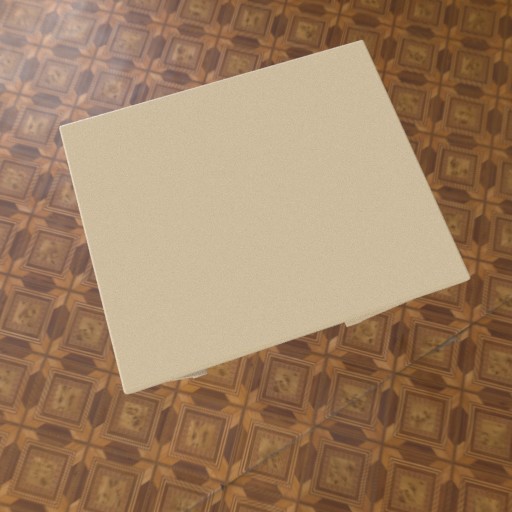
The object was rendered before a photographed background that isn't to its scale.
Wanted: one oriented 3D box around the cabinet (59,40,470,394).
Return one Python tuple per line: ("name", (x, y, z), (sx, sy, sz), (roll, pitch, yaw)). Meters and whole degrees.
("cabinet", (0.000, 0.000, 1.024), (0.520, 0.723, 0.431), (-18, 77, -4))
